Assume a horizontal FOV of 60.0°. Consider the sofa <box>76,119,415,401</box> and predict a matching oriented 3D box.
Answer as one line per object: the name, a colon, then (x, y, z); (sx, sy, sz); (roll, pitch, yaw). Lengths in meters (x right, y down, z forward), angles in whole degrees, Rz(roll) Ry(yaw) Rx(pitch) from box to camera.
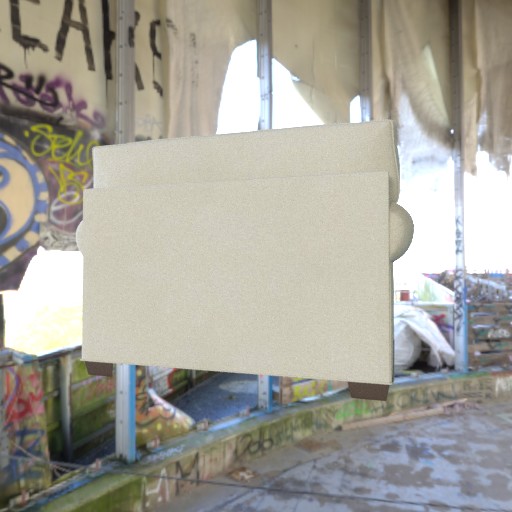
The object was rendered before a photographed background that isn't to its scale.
sofa: (0.000, 0.000, 2.110); (1.405, 1.006, 0.937); (0, -1, 17)
